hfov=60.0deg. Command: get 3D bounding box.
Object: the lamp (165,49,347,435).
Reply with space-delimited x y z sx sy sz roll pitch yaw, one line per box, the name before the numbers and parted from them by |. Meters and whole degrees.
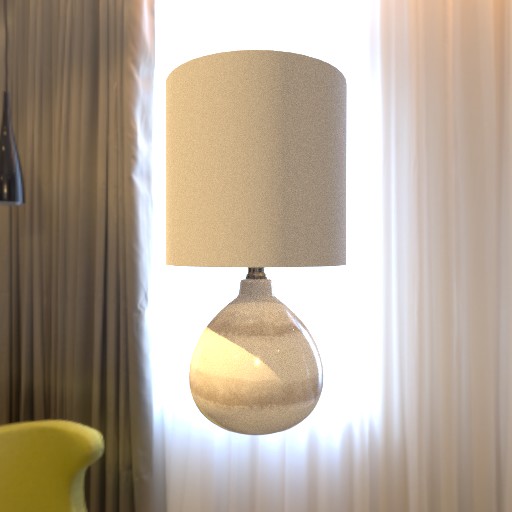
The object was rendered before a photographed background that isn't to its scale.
lamp | 0.000 0.000 0.540 0.217 0.404 0.217 0 1 -17
